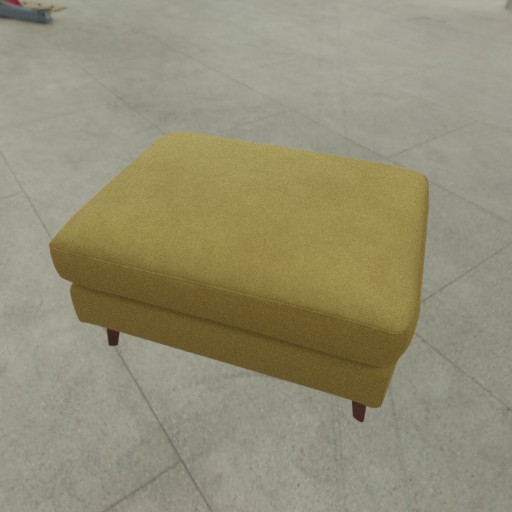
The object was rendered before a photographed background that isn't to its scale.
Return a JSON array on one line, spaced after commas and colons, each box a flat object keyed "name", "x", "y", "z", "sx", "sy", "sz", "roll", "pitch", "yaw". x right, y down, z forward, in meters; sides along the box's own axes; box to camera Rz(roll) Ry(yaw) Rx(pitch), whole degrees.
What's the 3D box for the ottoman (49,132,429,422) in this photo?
[{"name": "ottoman", "x": 0.000, "y": 0.000, "z": 1.184, "sx": 0.811, "sy": 0.449, "sz": 0.608, "roll": 13, "pitch": 42, "yaw": 14}]
